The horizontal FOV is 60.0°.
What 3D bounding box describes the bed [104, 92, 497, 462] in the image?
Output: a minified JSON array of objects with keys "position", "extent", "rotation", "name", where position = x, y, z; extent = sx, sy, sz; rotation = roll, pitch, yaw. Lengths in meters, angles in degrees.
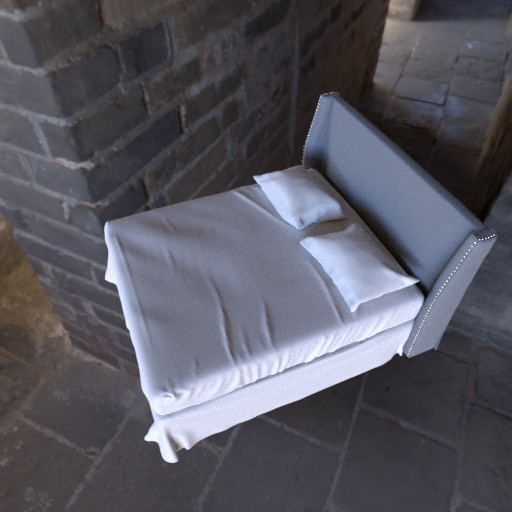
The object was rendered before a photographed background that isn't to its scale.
[{"position":[0.000,0.000,3.328],"extent":[2.276,1.332,1.925],"rotation":[-17,49,-15],"name":"bed"}]
